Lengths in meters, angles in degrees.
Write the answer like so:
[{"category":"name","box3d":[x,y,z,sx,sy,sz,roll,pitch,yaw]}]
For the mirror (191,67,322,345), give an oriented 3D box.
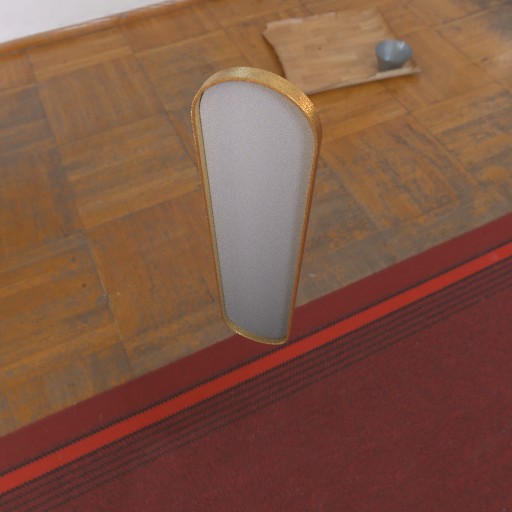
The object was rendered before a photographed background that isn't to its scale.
[{"category":"mirror","box3d":[0.000,0.000,1.071,0.222,0.991,0.032,16,58,10]}]
